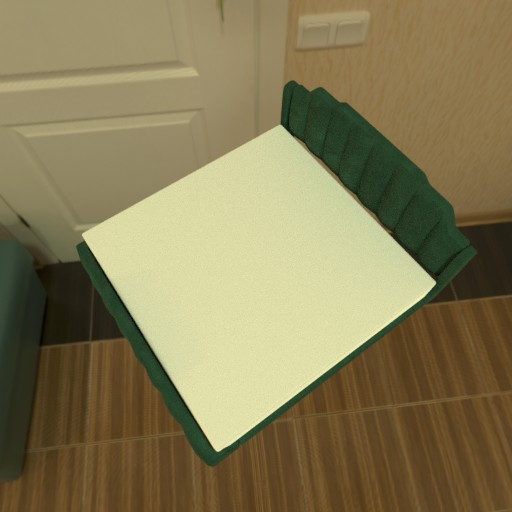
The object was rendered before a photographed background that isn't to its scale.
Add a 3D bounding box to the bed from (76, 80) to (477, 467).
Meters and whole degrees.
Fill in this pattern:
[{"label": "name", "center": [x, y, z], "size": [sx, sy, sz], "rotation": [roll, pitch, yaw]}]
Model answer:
[{"label": "bed", "center": [0.000, 0.000, 3.501], "size": [2.340, 1.245, 2.074], "rotation": [-33, 67, -15]}]
